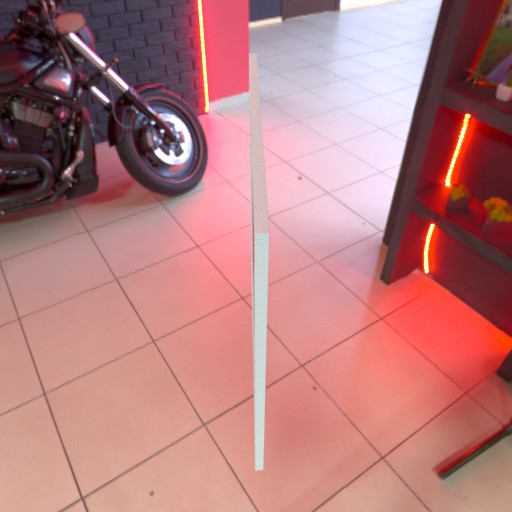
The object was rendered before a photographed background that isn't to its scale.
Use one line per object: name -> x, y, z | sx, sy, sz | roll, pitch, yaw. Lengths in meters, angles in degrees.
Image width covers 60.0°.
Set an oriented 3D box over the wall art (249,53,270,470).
wall art -> 0.000, 0.000, 1.208 | 0.022, 0.803, 0.805 | -1, 42, -1
